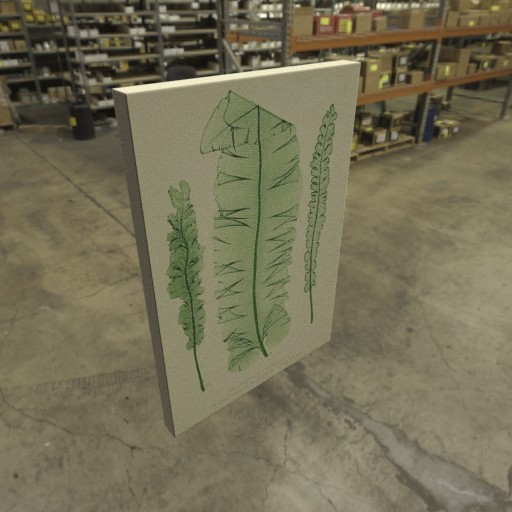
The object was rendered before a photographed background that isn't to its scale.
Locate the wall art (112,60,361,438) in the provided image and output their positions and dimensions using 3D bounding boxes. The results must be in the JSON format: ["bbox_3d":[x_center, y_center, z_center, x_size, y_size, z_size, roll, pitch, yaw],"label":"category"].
[{"bbox_3d":[0.000,0.000,0.790,0.418,0.608,0.038,-23,38,-33],"label":"wall art"}]
